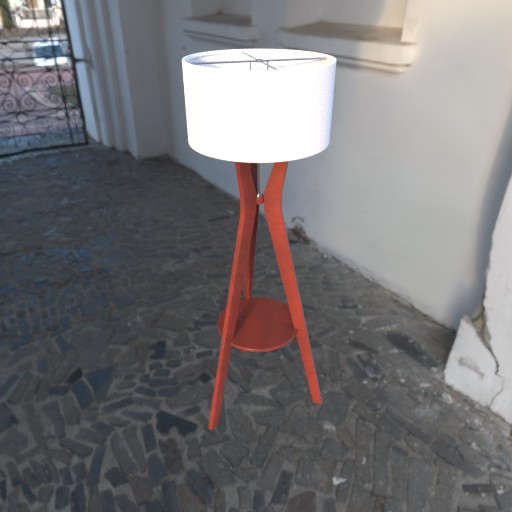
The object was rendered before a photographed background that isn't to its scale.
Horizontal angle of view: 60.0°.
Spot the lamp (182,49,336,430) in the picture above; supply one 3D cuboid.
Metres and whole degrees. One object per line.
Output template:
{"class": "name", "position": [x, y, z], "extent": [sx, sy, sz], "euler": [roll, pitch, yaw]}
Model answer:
{"class": "lamp", "position": [0.000, 0.000, 1.780], "extent": [0.539, 1.472, 0.542], "euler": [-9, 32, -14]}
